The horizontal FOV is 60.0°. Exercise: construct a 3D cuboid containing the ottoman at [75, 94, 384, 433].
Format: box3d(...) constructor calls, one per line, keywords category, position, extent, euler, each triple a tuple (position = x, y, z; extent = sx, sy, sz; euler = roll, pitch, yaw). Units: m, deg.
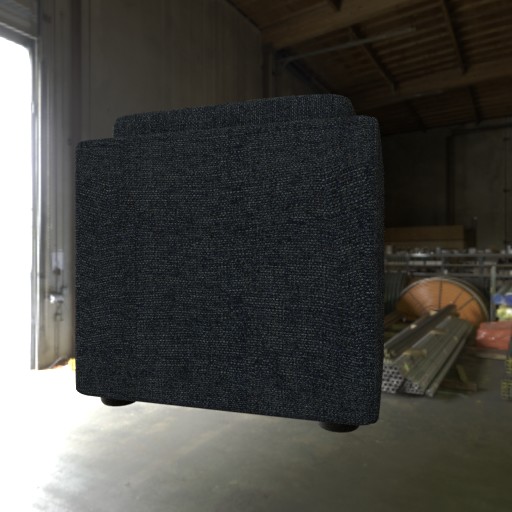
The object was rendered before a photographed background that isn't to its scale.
box3d(category="ottoman", position=(0.000, 0.000, 0.817), extent=(0.450, 0.460, 0.450), euler=(0, 0, 17))
